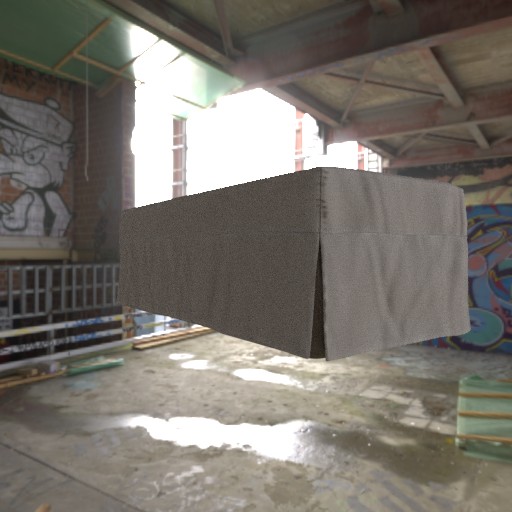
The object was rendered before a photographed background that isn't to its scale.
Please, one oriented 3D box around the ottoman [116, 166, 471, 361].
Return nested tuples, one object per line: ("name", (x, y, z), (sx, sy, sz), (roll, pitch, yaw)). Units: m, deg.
("ottoman", (0.000, 0.000, 1.707), (0.665, 0.457, 1.388), (0, 1, -36))
